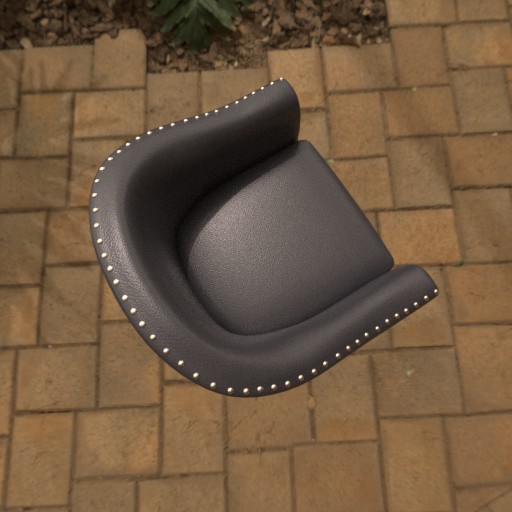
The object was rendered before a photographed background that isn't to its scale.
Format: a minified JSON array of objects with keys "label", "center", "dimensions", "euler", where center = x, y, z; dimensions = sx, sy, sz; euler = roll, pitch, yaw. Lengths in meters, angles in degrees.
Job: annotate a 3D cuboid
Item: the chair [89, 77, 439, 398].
[{"label":"chair","center":[0.000,0.000,1.426],"dimensions":[0.748,0.823,0.794],"euler":[-31,78,-8]}]
